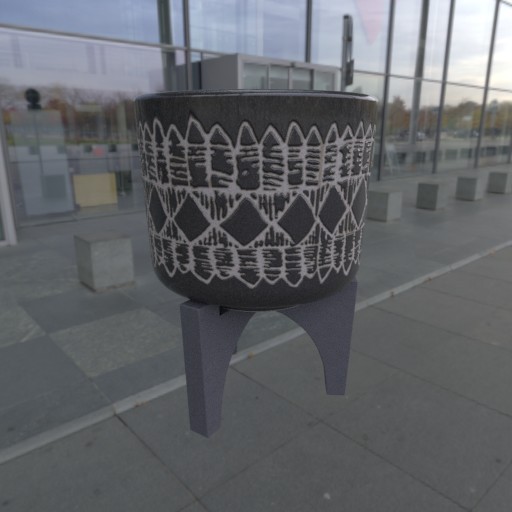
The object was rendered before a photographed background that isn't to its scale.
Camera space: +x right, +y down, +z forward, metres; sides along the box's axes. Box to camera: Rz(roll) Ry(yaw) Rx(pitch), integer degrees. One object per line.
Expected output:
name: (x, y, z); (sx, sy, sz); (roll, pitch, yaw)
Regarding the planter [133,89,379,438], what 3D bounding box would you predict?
planter: (0.000, 0.000, 0.265); (0.129, 0.177, 0.129); (0, 16, 0)
